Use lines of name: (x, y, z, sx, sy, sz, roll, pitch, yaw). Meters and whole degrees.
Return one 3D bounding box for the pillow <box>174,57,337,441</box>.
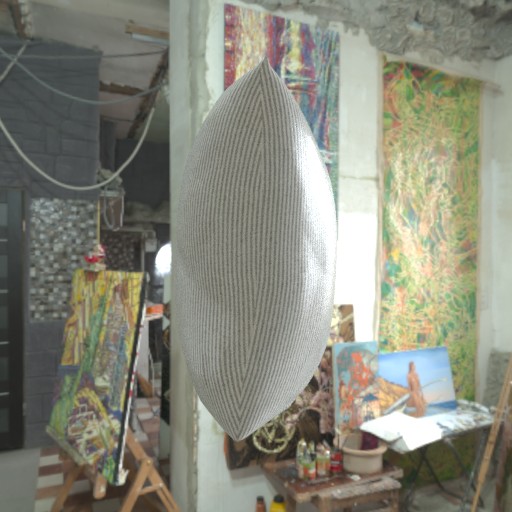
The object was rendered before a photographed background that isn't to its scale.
pillow: (0.000, 0.000, 0.694, 0.310, 0.432, 0.387, 0, 0, 37)
